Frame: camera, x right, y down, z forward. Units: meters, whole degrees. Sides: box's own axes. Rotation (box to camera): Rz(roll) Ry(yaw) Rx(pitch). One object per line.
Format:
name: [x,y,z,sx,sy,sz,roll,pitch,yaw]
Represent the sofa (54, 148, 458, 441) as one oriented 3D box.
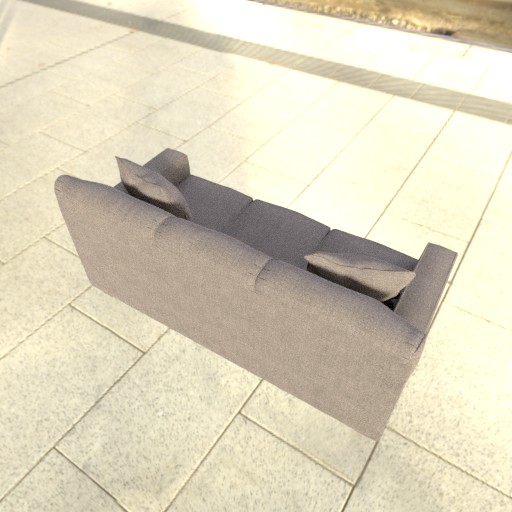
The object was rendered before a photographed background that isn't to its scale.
sofa: [0.000,0.000,2.596,2.024,0.958,0.997,23,50,21]
